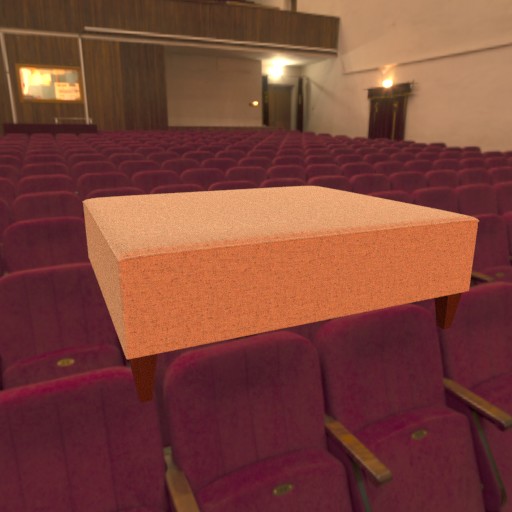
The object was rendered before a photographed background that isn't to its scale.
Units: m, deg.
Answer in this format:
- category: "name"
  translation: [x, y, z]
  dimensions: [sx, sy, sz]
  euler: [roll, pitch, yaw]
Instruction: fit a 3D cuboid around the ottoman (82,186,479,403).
- category: "ottoman"
  translation: [0.000, 0.000, 1.238]
  dimensions: [0.835, 0.303, 0.736]
  euler: [-7, 17, -24]
